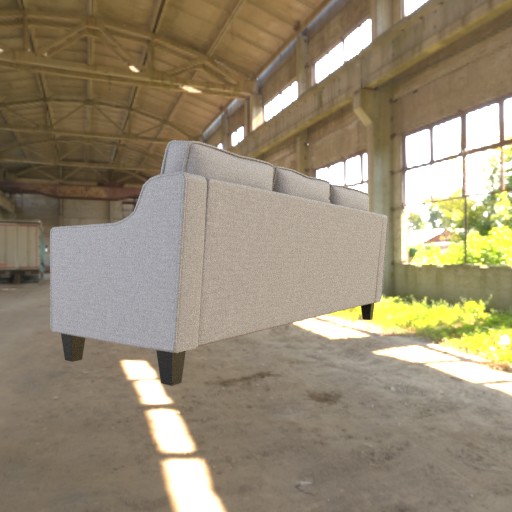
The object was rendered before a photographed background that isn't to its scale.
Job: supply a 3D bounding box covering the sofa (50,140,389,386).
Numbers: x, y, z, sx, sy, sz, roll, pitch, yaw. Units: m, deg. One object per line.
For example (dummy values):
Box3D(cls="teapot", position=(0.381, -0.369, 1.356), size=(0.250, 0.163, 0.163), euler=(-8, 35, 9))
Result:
Box3D(cls="sofa", position=(0.000, 0.000, 2.661), size=(0.899, 0.950, 2.129), euler=(0, 0, 35))
